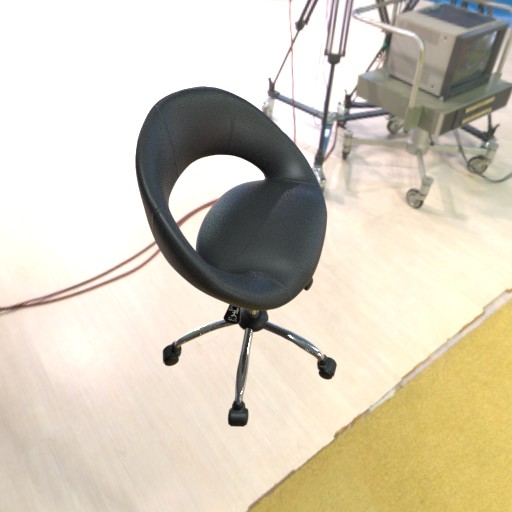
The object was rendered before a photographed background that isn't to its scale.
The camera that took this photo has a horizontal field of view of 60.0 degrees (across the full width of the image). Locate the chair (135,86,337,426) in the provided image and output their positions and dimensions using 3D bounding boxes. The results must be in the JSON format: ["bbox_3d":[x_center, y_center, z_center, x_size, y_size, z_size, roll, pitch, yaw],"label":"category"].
[{"bbox_3d":[0.000,0.000,1.178,0.538,0.791,0.612,11,47,10],"label":"chair"}]
